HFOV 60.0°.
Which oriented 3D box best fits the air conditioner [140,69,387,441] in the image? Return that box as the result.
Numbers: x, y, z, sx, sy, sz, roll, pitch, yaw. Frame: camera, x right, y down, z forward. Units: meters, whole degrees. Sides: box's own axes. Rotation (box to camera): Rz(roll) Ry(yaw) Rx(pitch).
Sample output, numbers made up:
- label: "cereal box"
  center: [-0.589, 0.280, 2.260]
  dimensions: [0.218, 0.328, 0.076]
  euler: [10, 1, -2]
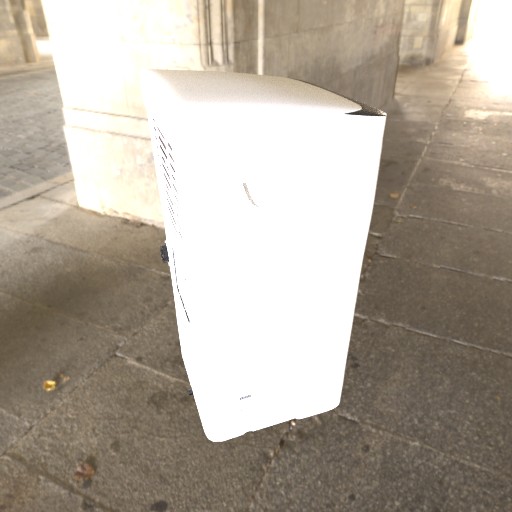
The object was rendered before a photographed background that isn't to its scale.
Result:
- label: "air conditioner"
  center: [0.000, 0.000, 0.927]
  dimensions: [0.369, 0.716, 0.352]
  euler: [-10, 32, -16]
